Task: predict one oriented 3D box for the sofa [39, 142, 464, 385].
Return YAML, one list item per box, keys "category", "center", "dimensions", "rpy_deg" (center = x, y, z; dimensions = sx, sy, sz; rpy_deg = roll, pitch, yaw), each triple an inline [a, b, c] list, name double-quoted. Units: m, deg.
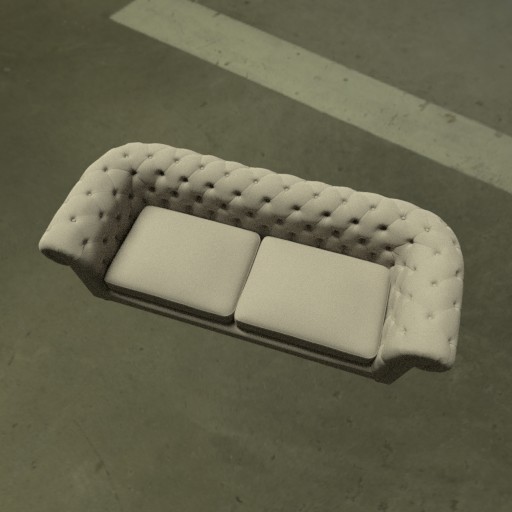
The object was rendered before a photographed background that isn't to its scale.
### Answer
- category: "sofa"
  center: [0.000, 0.000, 2.856]
  dimensions: [2.411, 0.749, 0.991]
  rpy_deg: [15, 60, 9]
